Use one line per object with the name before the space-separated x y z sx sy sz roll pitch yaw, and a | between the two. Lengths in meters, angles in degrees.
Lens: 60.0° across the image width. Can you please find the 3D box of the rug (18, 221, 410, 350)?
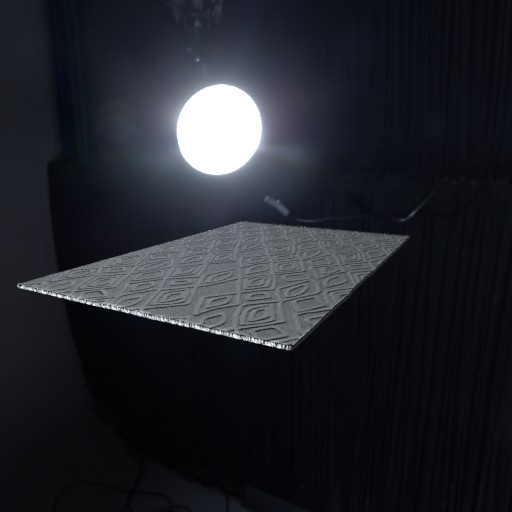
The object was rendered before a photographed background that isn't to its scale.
rug | 0.000 0.000 2.292 1.224 0.016 1.832 7 15 28
